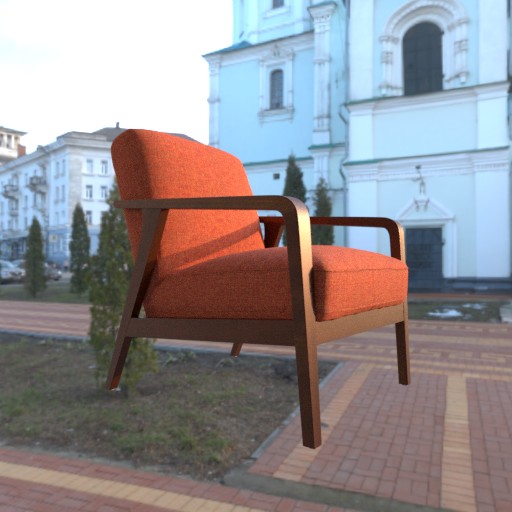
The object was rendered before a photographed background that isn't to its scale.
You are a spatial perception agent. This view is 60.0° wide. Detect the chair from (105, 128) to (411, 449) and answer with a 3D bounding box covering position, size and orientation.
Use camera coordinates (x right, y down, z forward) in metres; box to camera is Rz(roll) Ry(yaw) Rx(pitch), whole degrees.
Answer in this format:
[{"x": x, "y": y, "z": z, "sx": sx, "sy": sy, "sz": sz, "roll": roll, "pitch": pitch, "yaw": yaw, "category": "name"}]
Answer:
[{"x": 0.000, "y": 0.000, "z": 1.514, "sx": 0.860, "sy": 0.890, "sz": 0.719, "roll": -1, "pitch": -1, "yaw": 37, "category": "chair"}]
